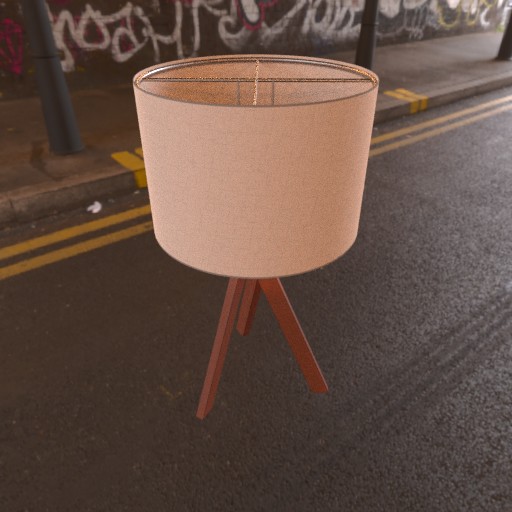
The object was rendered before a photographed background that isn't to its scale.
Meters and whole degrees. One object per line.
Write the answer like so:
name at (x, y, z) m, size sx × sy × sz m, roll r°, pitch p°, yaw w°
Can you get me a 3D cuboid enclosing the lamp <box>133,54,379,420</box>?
lamp at (0.000, 0.000, 0.887) m, size 0.380 × 0.686 × 0.380 m, roll 1°, pitch 33°, yaw 1°
